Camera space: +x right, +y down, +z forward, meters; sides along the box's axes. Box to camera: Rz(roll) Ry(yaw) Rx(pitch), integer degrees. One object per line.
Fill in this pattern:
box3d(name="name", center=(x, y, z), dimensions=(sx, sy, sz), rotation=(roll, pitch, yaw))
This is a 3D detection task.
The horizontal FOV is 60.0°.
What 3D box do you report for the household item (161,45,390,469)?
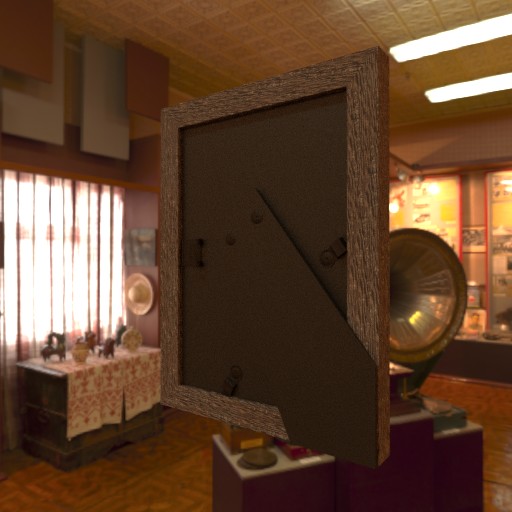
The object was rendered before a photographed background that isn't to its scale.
box3d(name="household item", center=(0.000, 0.000, 0.273), dimensions=(0.160, 0.210, 0.020), rotation=(0, 0, 36))
